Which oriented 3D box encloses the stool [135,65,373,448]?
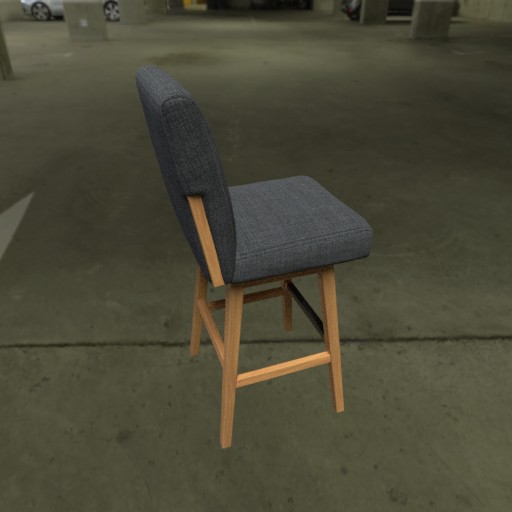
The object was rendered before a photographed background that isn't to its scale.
[{"bbox_3d":[0.000,0.000,1.407,0.570,1.112,0.483,-11,33,-17],"label":"stool"}]
